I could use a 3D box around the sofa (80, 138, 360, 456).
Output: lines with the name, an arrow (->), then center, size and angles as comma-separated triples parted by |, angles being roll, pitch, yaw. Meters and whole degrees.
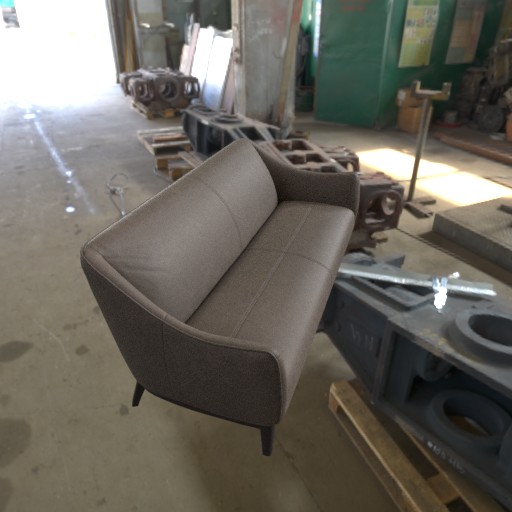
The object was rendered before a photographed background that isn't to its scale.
sofa -> 0.000, 0.000, 2.444 | 0.869, 0.831, 1.928 | 10, 31, 17
